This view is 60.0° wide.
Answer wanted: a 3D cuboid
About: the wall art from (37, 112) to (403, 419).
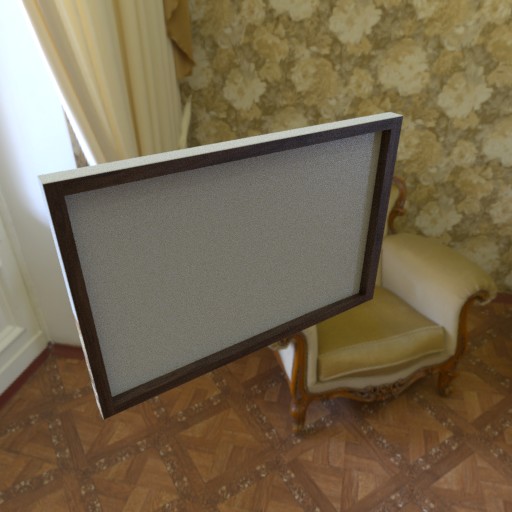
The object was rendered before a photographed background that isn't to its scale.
[{"bbox_3d":[0.000,0.000,1.153,0.914,0.610,0.050,-18,35,-28],"label":"wall art"}]
